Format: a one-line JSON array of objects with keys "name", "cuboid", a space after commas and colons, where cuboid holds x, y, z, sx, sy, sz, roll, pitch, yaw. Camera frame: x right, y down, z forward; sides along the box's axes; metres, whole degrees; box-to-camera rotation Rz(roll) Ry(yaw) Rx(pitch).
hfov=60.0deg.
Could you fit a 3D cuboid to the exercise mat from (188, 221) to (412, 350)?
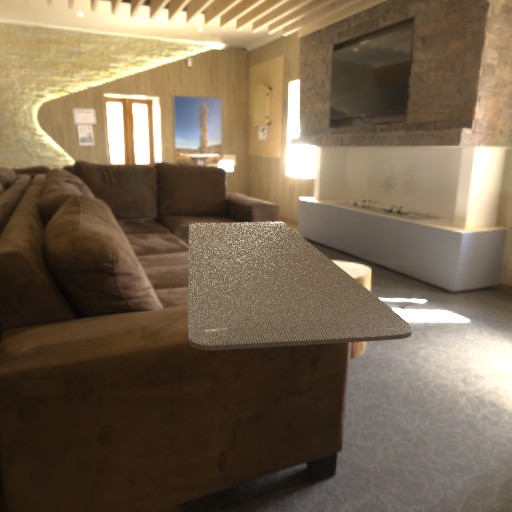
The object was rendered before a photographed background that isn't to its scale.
[{"name": "exercise mat", "cuboid": [0.000, 0.000, 2.052, 0.616, 0.021, 1.884, -2, 14, -8]}]
